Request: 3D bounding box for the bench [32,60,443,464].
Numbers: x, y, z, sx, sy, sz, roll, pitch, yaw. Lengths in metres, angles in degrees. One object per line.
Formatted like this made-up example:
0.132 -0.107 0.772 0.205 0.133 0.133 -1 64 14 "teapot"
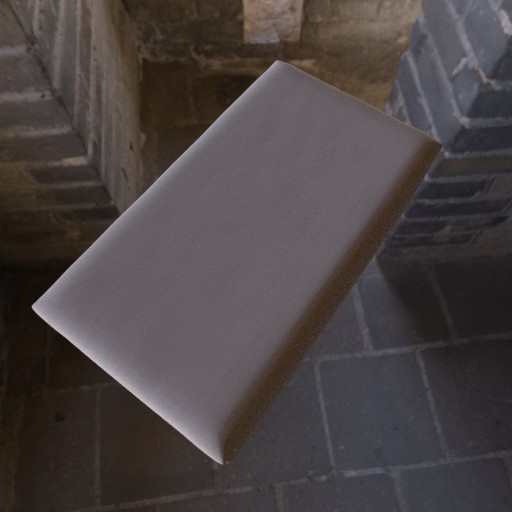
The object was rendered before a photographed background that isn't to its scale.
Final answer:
0.000 0.000 1.170 0.500 0.449 0.887 33 69 15 "bench"
